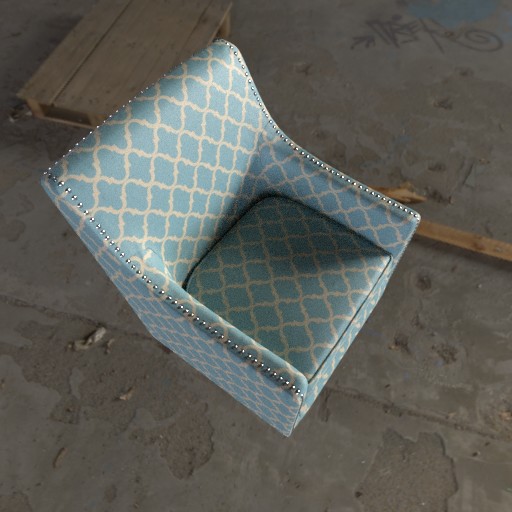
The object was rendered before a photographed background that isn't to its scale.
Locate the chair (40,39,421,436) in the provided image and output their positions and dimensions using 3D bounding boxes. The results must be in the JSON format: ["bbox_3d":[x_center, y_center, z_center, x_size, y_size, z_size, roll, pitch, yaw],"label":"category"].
[{"bbox_3d":[0.000,0.000,1.272,0.686,0.817,0.617,32,64,18],"label":"chair"}]
